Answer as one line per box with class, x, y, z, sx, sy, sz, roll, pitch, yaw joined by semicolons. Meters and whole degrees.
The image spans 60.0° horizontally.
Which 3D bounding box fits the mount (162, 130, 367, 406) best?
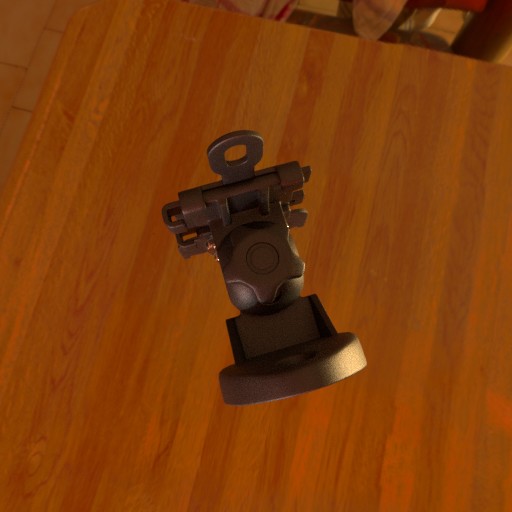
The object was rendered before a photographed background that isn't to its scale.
mount;0.000;0.000;0.176;0.066;0.118;0.100;-16;77;-4
